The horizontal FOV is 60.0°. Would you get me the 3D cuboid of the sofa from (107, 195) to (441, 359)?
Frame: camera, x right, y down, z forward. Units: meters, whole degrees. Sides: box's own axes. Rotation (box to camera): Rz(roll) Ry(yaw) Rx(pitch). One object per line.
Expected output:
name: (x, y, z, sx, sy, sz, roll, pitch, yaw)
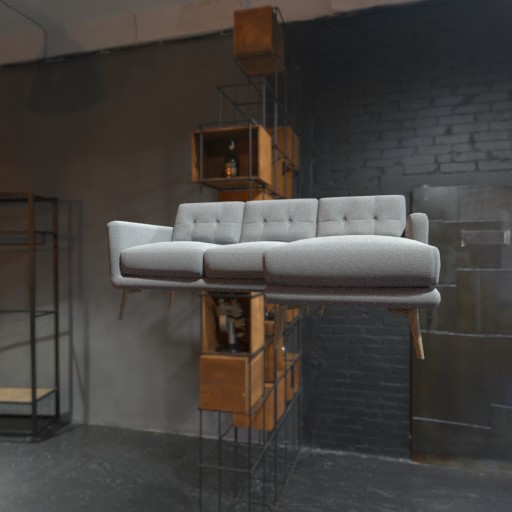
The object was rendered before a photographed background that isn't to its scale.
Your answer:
sofa: (0.000, 0.000, 2.779, 2.040, 0.860, 1.530, 0, 0, 18)
